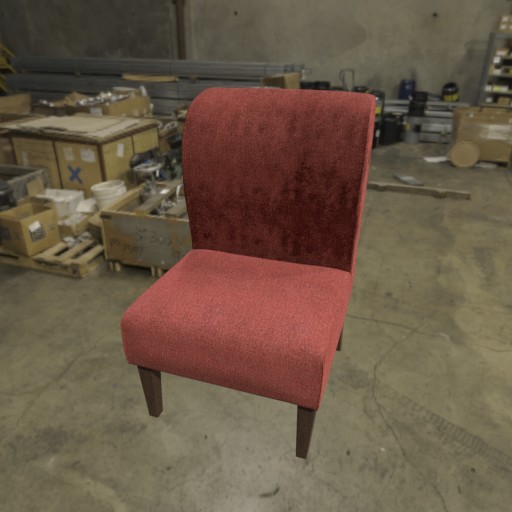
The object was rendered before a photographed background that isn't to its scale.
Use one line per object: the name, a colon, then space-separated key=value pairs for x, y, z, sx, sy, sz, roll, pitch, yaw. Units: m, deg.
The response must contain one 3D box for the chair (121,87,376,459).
chair: x=0.000 y=0.000 z=1.271 sx=0.538 sy=0.846 sz=0.640 roll=9 pitch=28 yaw=17
